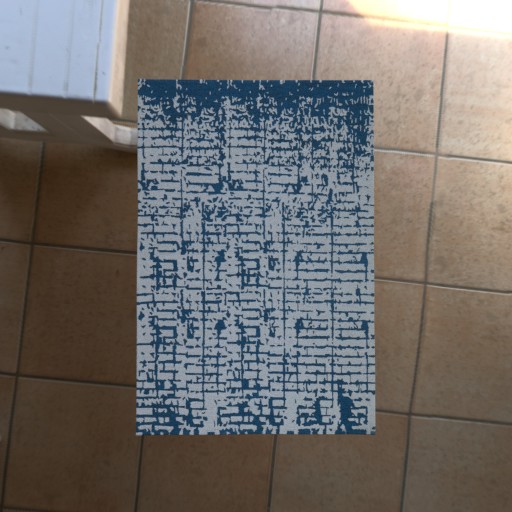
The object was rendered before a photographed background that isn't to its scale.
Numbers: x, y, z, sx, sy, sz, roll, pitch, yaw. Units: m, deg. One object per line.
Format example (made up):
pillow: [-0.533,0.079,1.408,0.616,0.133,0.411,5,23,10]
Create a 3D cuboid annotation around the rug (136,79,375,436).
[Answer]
rug: [0.000,0.000,2.278,1.220,0.007,1.828,0,89,-1]
